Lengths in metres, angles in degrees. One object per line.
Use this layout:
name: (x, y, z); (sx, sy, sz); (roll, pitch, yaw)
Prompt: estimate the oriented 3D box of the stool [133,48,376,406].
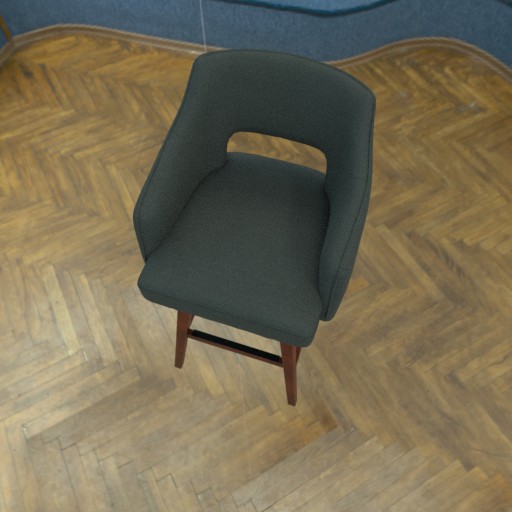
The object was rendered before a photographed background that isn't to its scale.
stool: (0.000, 0.000, 1.342); (0.548, 1.012, 0.558); (16, 60, 9)
